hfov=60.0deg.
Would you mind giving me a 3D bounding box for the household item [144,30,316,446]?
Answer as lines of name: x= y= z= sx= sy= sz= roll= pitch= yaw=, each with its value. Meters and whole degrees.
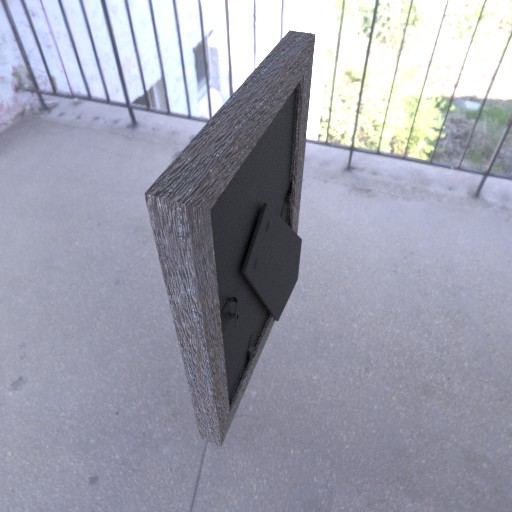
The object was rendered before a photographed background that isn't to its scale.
household item: x=0.000 y=0.000 z=0.275 sx=0.020 sy=0.210 sz=0.160 roll=15 pitch=48 yaw=14
